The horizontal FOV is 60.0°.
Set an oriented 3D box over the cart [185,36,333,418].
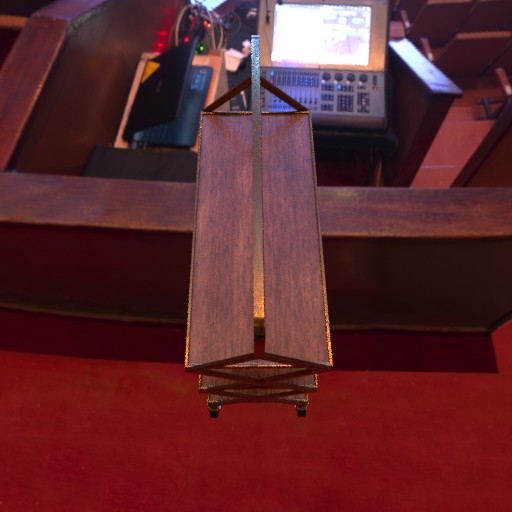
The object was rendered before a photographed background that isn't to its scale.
[{"bbox_3d":[0.000,0.000,1.171,0.313,0.805,0.723,-1,64,0],"label":"cart"}]
